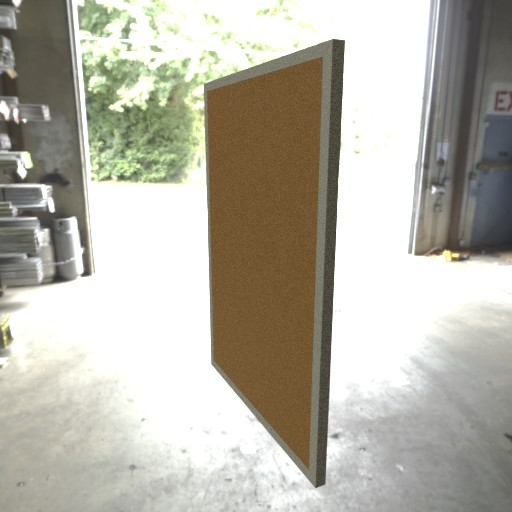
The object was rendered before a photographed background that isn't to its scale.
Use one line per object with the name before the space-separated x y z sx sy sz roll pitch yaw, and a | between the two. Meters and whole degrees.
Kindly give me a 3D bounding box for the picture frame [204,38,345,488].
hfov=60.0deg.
picture frame | 0.000 0.000 0.548 0.013 0.434 0.305 -7 16 -26
